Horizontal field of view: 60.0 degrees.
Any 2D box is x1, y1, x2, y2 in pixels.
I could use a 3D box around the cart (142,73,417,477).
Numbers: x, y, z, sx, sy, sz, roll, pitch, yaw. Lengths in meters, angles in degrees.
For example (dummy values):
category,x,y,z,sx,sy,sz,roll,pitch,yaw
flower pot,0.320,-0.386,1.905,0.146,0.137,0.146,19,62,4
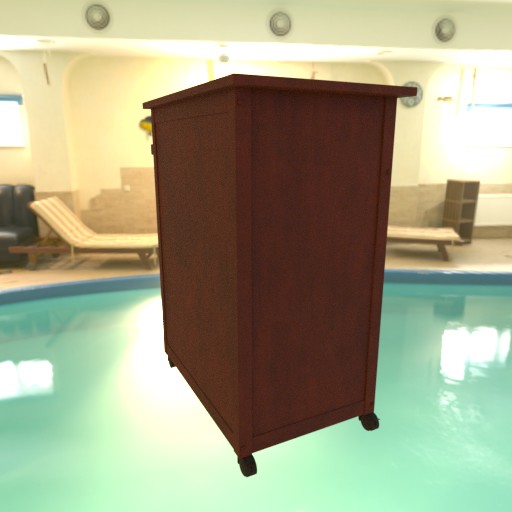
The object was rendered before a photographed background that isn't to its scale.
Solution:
category,x,y,z,sx,sy,sz,roll,pitch,yaw
cart,0.000,0.000,1.271,0.442,0.864,0.683,-7,16,-26
